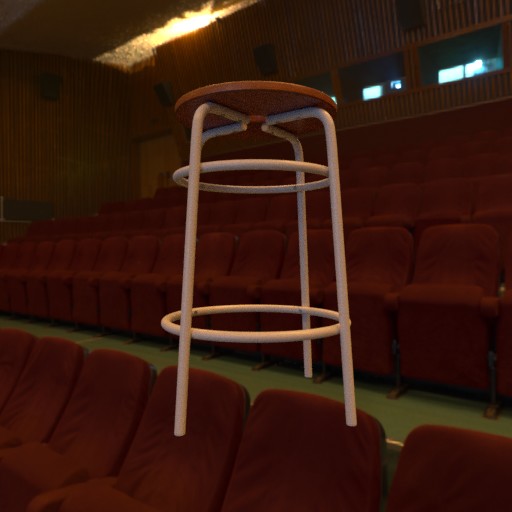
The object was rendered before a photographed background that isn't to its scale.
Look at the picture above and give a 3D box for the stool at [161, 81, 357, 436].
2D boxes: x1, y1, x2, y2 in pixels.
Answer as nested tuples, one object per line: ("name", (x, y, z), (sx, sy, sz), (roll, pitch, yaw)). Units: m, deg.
("stool", (0.000, 0.000, 0.935), (0.455, 0.610, 0.455), (1, 1, 37))
